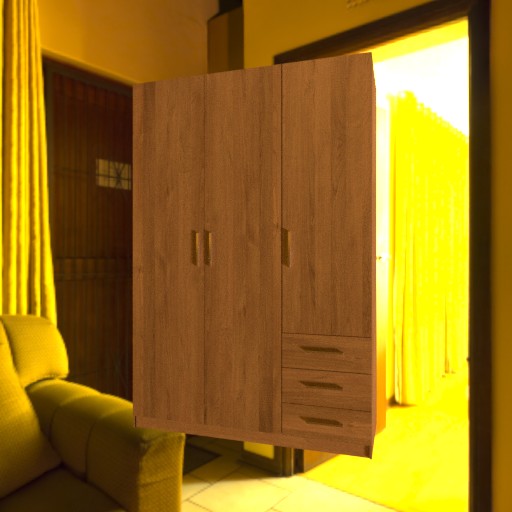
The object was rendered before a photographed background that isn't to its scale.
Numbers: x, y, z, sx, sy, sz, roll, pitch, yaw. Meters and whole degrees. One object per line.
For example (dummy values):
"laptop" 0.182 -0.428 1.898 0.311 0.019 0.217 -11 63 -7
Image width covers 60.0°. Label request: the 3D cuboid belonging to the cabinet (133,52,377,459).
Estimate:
"cabinet" 0.000 0.000 2.496 1.290 1.910 0.510 0 0 18
